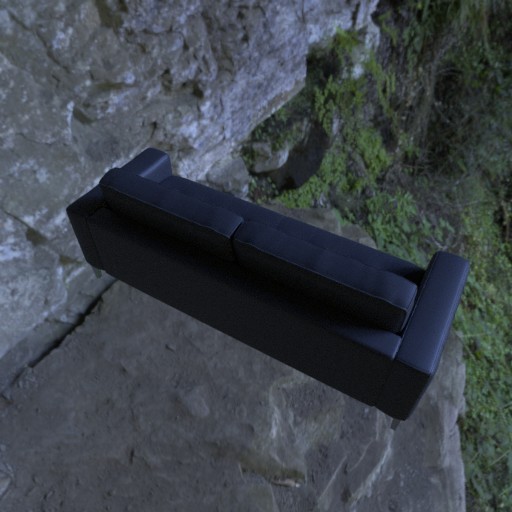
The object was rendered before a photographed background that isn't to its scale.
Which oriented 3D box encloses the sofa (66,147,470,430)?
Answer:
[{"bbox_3d":[0.000,0.000,2.690,2.275,0.893,0.833,23,50,20],"label":"sofa"}]
